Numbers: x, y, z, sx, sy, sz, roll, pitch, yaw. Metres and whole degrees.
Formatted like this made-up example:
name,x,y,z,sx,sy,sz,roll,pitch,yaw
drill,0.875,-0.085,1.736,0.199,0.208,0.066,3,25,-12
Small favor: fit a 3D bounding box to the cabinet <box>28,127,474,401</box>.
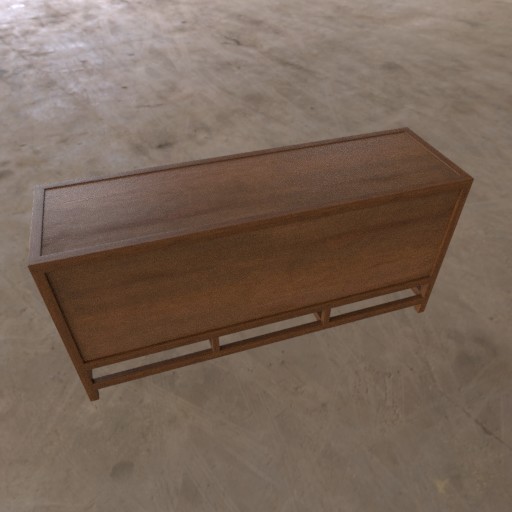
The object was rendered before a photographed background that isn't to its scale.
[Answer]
name,x,y,z,sx,sy,sz,roll,pitch,yaw
cabinet,0.000,0.000,2.073,1.708,0.820,0.522,-12,43,-13
